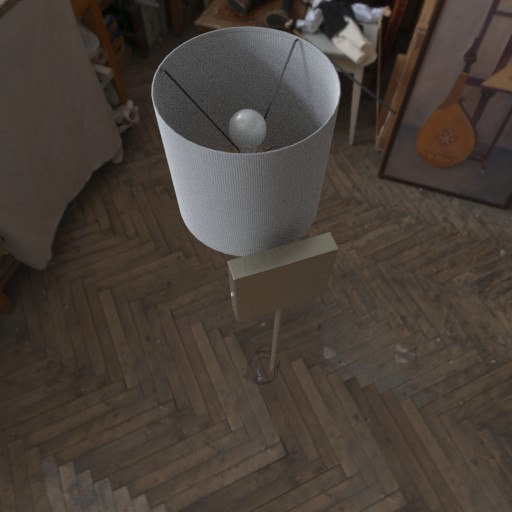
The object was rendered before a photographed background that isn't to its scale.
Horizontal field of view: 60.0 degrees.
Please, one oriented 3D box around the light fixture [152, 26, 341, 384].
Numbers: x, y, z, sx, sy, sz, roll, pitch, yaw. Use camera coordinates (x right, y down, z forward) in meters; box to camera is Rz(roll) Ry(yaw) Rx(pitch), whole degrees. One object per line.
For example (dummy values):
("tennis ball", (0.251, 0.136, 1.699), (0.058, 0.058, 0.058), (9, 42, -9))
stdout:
("light fixture", (0.000, 0.000, 0.683), (0.188, 0.589, 0.248), (-16, 61, -9))
